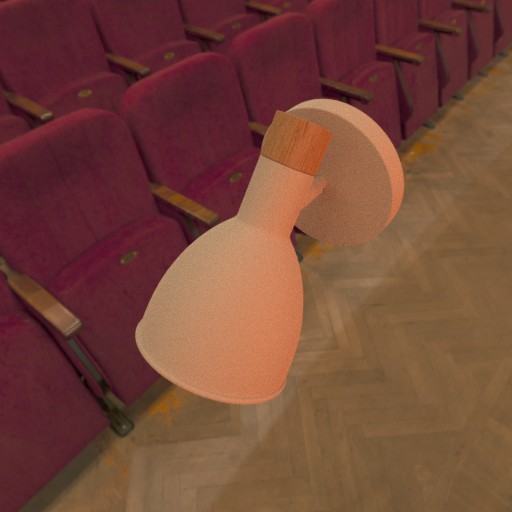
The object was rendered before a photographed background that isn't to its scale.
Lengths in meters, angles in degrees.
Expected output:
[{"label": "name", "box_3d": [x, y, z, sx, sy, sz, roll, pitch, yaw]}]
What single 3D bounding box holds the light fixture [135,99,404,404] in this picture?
[{"label": "light fixture", "box_3d": [0.000, 0.000, 0.333, 0.127, 0.199, 0.209, 30, 52, 26]}]
